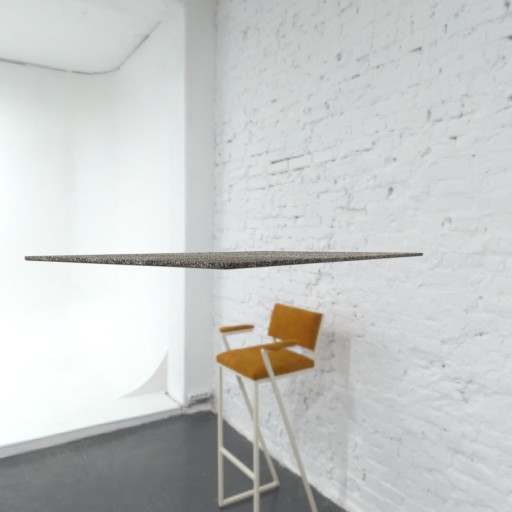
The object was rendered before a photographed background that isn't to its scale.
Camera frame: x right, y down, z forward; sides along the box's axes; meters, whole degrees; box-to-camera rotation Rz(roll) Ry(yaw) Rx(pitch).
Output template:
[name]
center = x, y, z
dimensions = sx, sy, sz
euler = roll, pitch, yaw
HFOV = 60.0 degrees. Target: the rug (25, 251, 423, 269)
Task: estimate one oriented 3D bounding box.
[rug]
center = 0.000, 0.000, 2.967
dimensions = 1.501, 0.025, 2.352
euler = 1, 2, 37
